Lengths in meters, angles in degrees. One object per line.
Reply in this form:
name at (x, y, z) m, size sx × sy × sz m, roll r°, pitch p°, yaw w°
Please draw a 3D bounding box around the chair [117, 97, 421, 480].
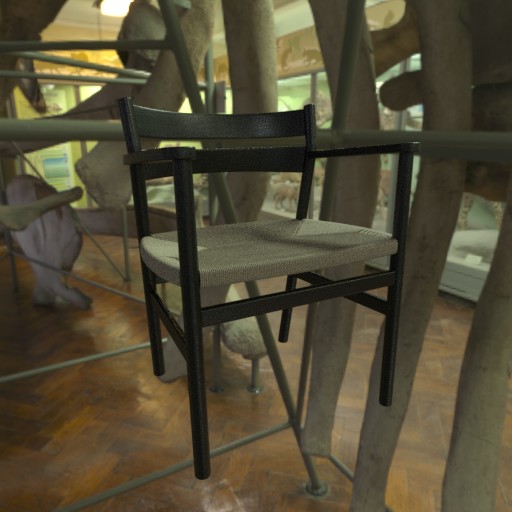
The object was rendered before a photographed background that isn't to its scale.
chair at (0.000, 0.000, 1.148) m, size 0.630 × 0.775 × 0.508 m, roll -9°, pitch 18°, yaw -28°
